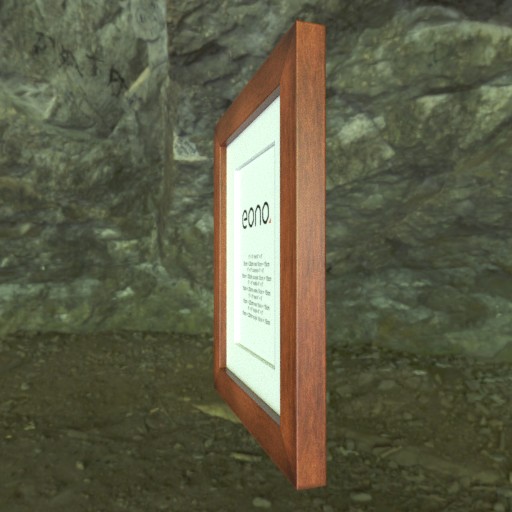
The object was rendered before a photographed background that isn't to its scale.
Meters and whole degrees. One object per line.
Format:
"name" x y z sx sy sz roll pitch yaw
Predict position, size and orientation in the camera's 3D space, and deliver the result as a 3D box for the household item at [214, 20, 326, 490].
"household item" 0.000 0.000 0.334 0.020 0.250 0.200 0 -1 -18
